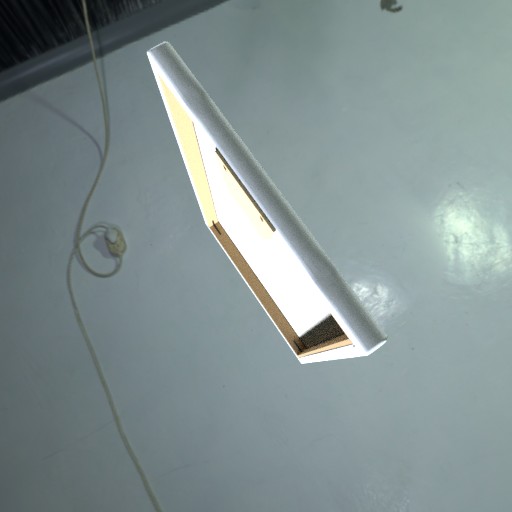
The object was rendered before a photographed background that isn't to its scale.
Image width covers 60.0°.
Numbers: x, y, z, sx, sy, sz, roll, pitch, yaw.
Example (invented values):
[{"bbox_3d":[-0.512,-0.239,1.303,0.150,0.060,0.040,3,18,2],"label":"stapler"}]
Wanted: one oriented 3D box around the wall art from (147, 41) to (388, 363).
[{"bbox_3d":[0.000,0.000,1.117,0.048,0.902,0.602,-33,78,-8],"label":"wall art"}]
